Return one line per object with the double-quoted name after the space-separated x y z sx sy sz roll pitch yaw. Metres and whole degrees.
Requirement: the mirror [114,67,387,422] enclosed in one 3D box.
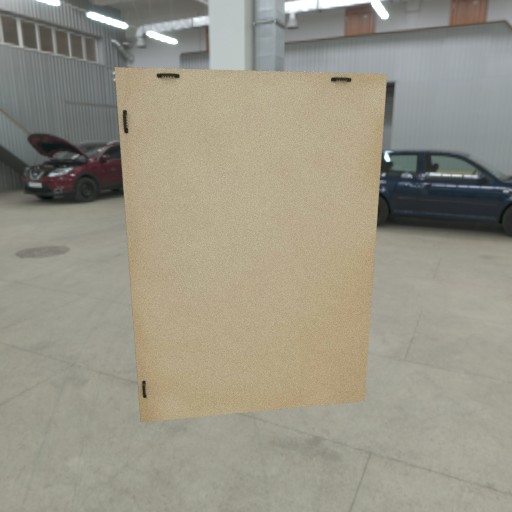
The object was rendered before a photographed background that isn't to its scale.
0.000 0.000 0.917 0.507 0.710 0.040 -2 15 -9 "mirror"
